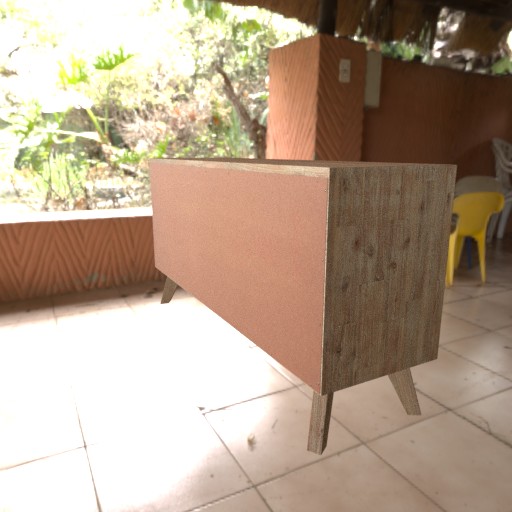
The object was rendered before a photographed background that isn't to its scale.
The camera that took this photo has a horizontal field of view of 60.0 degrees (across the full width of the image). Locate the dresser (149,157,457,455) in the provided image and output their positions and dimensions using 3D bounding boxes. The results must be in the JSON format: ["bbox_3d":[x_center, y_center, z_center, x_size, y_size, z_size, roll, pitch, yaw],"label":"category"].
[{"bbox_3d":[0.000,0.000,1.909,0.455,0.805,1.554,-7,15,-28],"label":"dresser"}]
